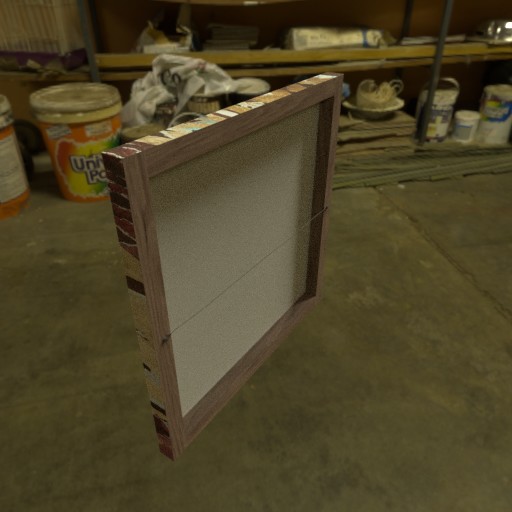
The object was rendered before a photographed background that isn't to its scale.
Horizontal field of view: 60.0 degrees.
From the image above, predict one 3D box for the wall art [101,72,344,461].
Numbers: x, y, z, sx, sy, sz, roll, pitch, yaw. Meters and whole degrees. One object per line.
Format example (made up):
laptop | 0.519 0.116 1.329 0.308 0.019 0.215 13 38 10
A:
wall art | 0.000 0.000 0.910 0.041 0.613 0.609 21 38 28
